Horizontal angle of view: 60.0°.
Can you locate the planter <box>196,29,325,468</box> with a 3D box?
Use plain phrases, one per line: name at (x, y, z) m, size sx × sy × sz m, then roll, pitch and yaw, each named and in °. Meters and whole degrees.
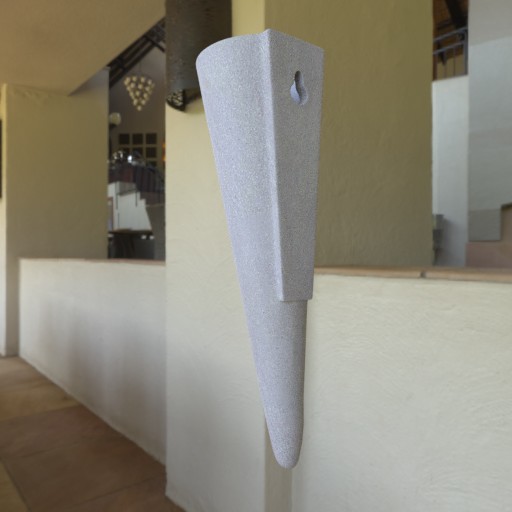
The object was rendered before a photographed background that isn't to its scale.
planter at (0.000, 0.000, 0.298) m, size 0.078 × 0.259 × 0.087 m, roll 0°, pitch 0°, yaw -37°
